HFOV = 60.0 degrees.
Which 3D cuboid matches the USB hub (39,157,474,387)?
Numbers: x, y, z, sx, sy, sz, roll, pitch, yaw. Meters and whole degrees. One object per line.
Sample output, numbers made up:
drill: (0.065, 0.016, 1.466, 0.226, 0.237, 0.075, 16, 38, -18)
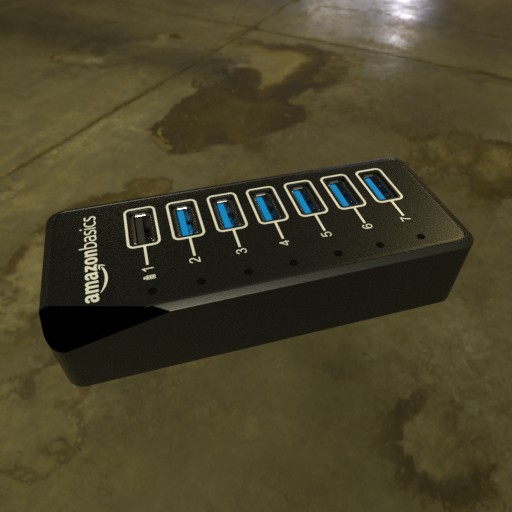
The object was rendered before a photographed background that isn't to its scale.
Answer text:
USB hub: (0.000, 0.000, 0.128, 0.110, 0.023, 0.044, -11, 46, -11)
